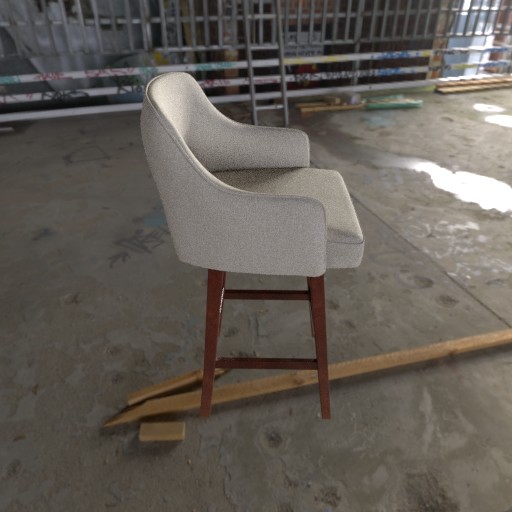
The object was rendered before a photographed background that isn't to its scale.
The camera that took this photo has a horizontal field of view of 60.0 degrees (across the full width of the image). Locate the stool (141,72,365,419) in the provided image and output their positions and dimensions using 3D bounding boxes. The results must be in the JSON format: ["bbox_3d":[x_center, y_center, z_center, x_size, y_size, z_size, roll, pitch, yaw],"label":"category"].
[{"bbox_3d":[0.000,0.000,1.393,0.560,1.041,0.550,1,33,1],"label":"stool"}]
